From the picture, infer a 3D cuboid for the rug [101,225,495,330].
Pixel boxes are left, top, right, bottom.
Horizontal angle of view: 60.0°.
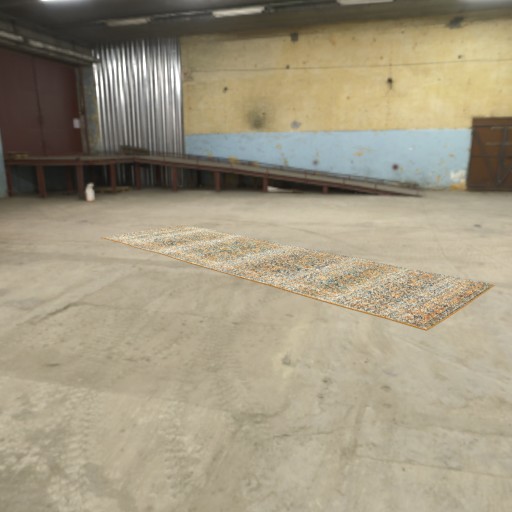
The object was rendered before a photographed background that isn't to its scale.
[{"bbox_3d":[0.000,0.000,2.506,2.294,0.014,0.704,13,19,43],"label":"rug"}]
